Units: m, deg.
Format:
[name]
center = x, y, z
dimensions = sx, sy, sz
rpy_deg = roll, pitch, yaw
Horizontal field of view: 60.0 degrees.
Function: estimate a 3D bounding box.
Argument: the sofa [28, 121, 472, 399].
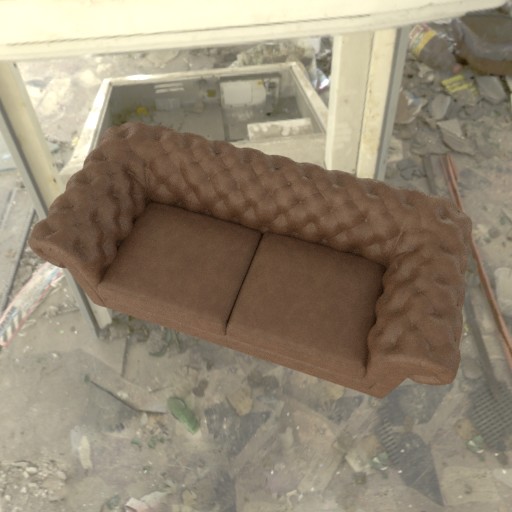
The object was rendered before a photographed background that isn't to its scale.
[sofa]
center = 0.000, 0.000, 2.429
dimensions = 2.048, 0.784, 0.955
rpy_deg = 16, 60, 10
